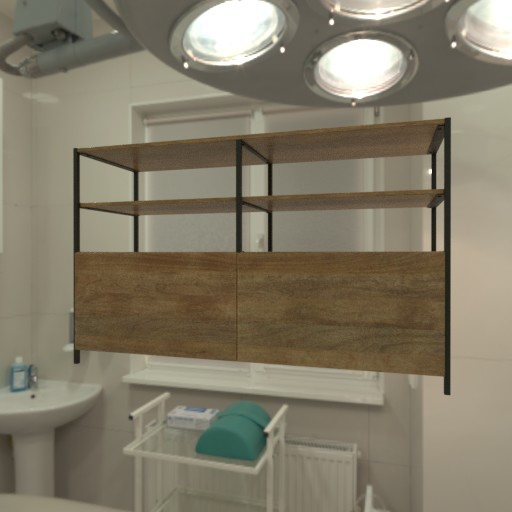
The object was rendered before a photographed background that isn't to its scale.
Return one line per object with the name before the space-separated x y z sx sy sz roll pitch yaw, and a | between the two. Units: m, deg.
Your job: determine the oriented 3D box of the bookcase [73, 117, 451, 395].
bookcase | 0.000 0.000 1.473 1.149 0.712 0.391 0 0 17
